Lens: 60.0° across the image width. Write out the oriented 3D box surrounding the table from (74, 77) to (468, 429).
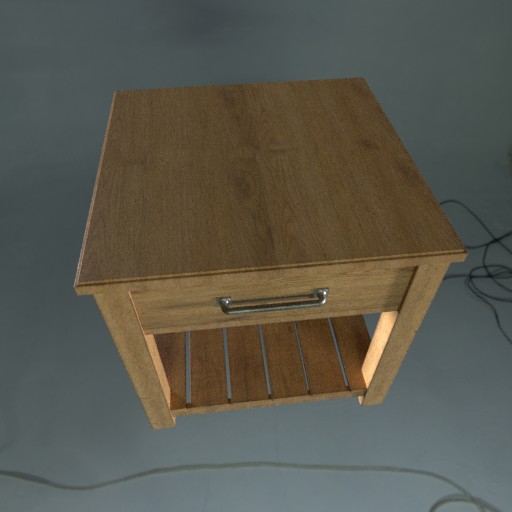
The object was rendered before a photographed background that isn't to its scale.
[{"bbox_3d":[0.000,0.000,1.100,0.616,0.593,0.612,-5,48,-4],"label":"table"}]
